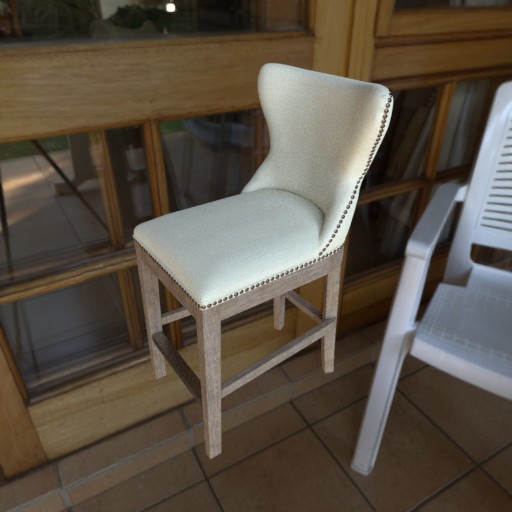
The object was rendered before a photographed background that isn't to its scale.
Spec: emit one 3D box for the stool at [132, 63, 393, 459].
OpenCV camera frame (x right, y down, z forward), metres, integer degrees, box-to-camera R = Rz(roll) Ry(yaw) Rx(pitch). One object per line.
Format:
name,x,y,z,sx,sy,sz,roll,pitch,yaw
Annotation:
stool,0.000,0.000,1.321,0.608,0.981,0.498,-21,37,-29
